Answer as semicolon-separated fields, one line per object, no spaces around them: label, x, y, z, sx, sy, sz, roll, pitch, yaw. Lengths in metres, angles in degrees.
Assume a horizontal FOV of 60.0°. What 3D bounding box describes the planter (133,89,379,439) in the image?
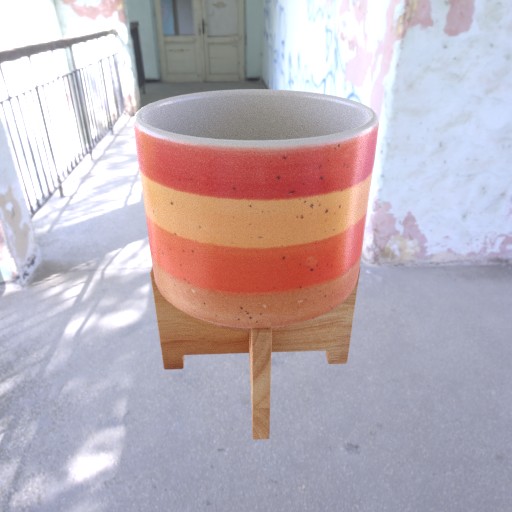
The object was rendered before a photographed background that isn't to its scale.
planter;0.000;0.000;0.418;0.199;0.268;0.199;0;30;0
